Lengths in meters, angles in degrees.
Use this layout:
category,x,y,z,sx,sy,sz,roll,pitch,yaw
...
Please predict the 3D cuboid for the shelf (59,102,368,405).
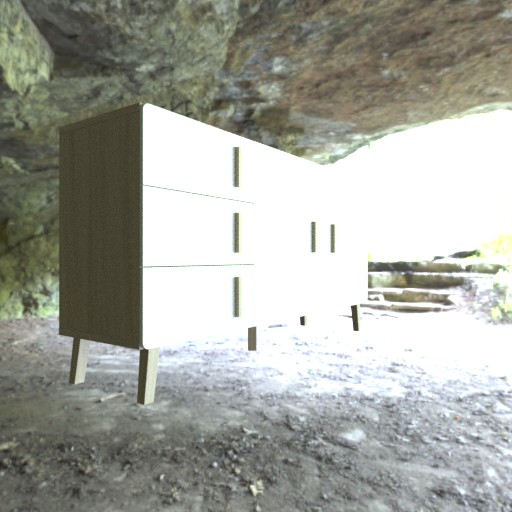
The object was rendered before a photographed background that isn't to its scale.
category,x,y,z,sx,sy,sz,roll,pitch,yaw
shelf,0.000,0.000,1.831,0.400,0.780,1.490,0,0,36
